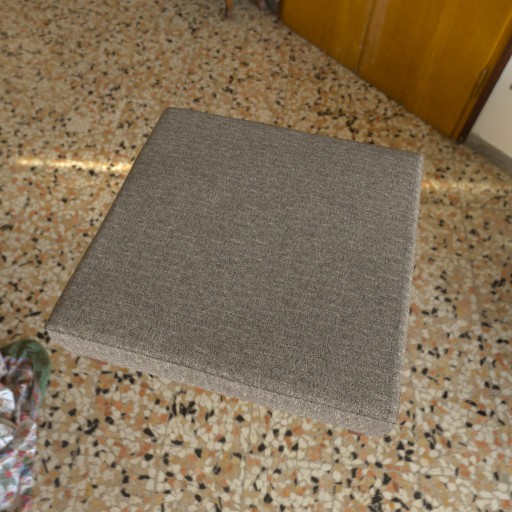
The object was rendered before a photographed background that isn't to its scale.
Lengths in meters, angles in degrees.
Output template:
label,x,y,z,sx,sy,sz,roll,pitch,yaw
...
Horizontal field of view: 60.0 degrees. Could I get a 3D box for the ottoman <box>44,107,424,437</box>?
label,x,y,z,sx,sy,sz,roll,pitch,yaw
ottoman,0.000,0.000,1.548,1.016,0.379,0.981,13,60,8
